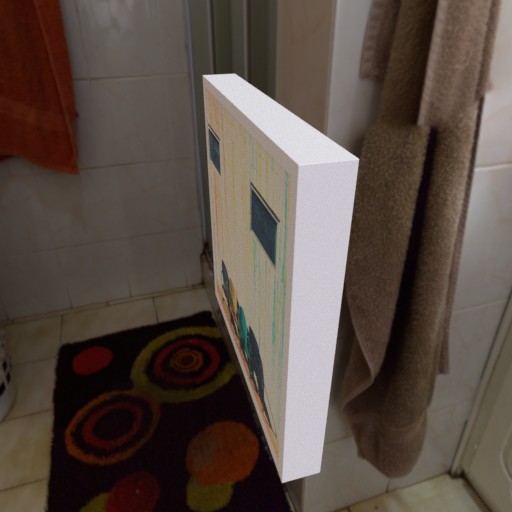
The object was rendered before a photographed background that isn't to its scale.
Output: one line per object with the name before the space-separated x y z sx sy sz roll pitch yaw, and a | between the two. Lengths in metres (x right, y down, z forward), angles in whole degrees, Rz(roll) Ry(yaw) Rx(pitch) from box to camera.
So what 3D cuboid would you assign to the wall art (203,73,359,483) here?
wall art | 0.000 0.000 0.458 0.038 0.305 0.305 -8 32 -14
